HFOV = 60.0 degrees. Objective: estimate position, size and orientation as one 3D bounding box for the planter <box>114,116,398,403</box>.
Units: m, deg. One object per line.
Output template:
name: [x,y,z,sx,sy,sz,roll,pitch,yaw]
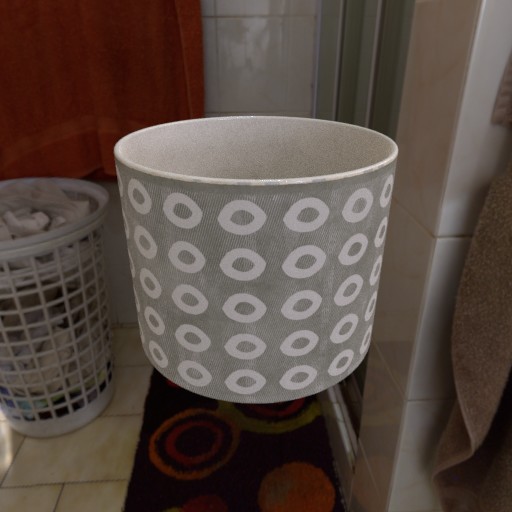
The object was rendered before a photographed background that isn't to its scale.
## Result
planter: [0.000,0.000,0.348,0.190,0.181,0.190,0,27,0]
